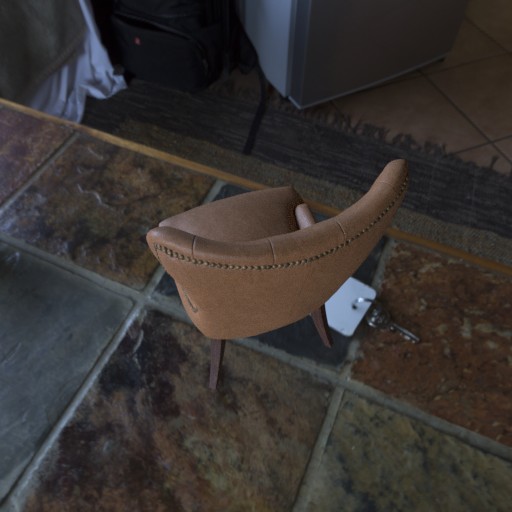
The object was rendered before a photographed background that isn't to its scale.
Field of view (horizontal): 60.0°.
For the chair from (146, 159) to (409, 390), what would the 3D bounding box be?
[{"bbox_3d":[0.000,0.000,1.479,0.611,1.065,0.669,-17,59,-10],"label":"chair"}]
